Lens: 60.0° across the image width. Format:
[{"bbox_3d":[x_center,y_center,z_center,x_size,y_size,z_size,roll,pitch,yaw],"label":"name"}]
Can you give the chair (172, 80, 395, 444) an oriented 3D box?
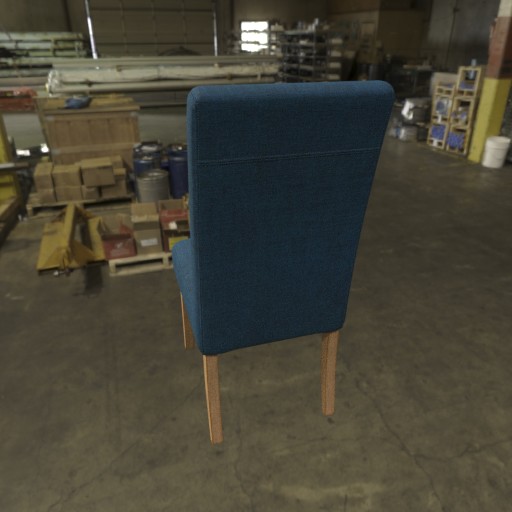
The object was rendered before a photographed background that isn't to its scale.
[{"bbox_3d":[0.000,0.000,1.351,0.450,1.029,0.610,-8,27,-16],"label":"chair"}]
